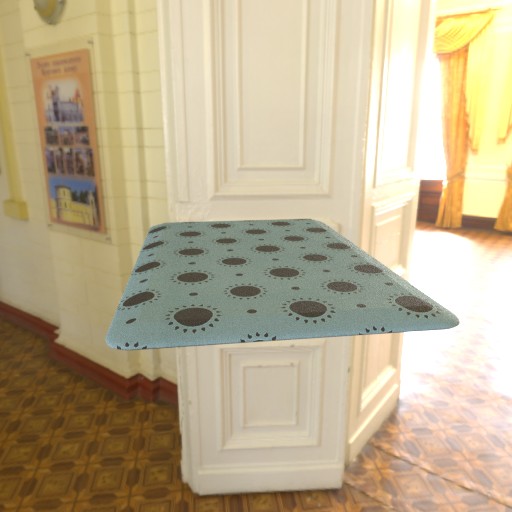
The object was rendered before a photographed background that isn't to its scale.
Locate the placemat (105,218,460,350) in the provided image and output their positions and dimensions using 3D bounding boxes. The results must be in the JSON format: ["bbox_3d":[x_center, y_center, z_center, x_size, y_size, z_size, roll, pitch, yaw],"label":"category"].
[{"bbox_3d":[0.000,0.000,0.956,0.508,0.021,0.762,-2,16,-8],"label":"placemat"}]
